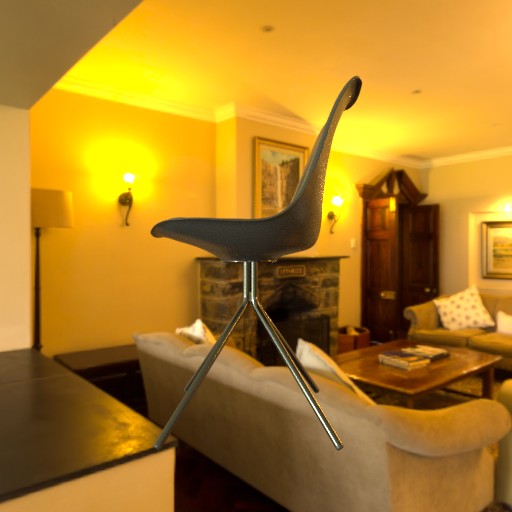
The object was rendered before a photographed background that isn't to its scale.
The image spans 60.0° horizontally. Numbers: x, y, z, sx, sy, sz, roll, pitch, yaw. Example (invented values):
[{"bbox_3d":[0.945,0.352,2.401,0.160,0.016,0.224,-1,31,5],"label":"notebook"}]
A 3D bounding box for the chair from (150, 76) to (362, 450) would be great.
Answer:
[{"bbox_3d":[0.000,0.000,1.168,0.525,0.850,0.461,0,1,1],"label":"chair"}]
